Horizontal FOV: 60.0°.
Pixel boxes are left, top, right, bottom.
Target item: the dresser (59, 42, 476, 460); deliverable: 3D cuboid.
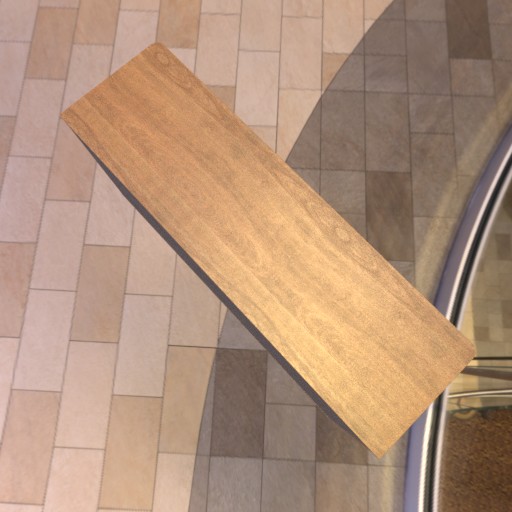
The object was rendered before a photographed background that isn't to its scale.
[{"bbox_3d":[0.000,0.000,1.937,0.468,0.892,1.583,-42,80,-9],"label":"dresser"}]
